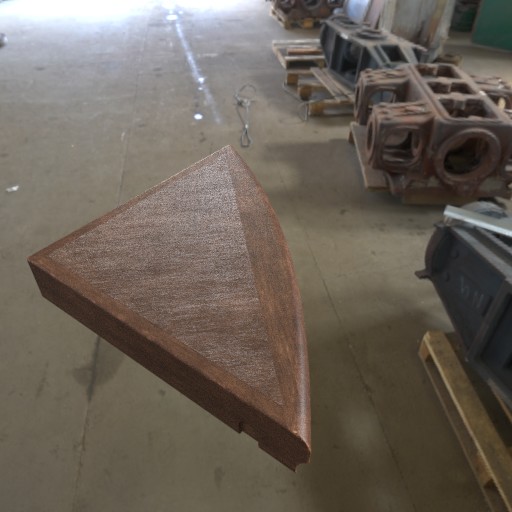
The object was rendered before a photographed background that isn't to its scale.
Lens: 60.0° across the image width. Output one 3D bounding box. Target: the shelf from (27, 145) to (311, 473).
[{"bbox_3d":[0.000,0.000,0.457,0.310,0.050,0.310,25,45,27],"label":"shelf"}]
